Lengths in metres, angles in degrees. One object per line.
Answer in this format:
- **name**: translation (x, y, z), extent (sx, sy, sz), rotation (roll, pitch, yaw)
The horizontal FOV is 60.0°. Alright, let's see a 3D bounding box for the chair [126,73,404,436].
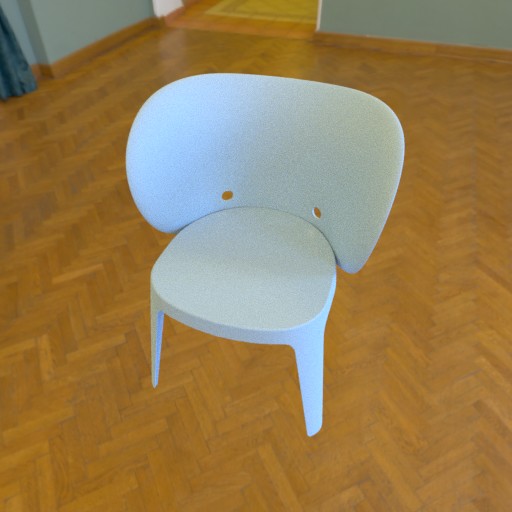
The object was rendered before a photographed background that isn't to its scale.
- **chair**: translation (0.000, 0.000, 0.857), extent (0.451, 0.554, 0.402), rotation (13, 43, 14)
